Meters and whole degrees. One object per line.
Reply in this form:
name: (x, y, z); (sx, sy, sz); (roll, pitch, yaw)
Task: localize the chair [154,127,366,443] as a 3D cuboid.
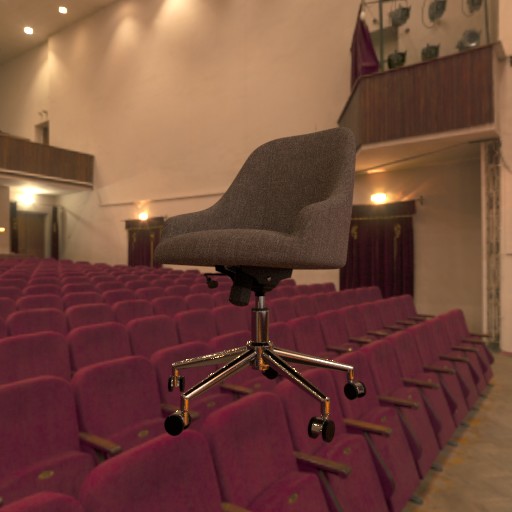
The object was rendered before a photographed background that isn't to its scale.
chair: (0.000, 0.000, 1.440); (0.671, 0.950, 0.712); (-1, -1, 35)
